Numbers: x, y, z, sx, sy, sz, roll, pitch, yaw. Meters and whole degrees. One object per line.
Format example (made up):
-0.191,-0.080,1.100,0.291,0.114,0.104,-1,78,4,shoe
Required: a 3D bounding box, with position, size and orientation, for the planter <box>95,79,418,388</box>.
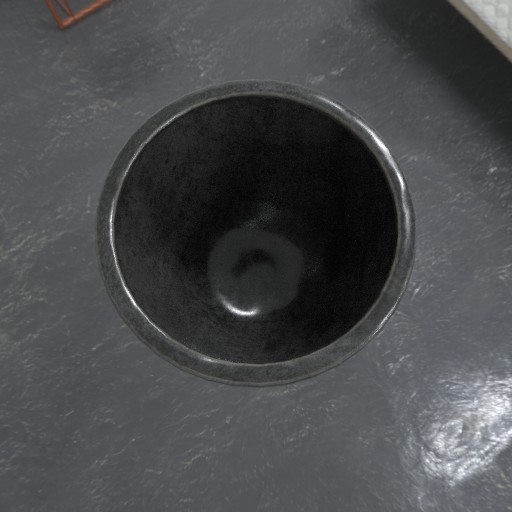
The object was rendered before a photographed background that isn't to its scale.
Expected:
0.000,0.000,0.250,0.140,0.129,0.140,0,75,0,planter
